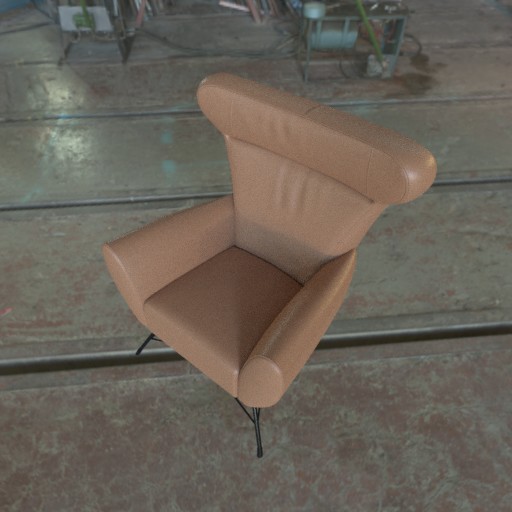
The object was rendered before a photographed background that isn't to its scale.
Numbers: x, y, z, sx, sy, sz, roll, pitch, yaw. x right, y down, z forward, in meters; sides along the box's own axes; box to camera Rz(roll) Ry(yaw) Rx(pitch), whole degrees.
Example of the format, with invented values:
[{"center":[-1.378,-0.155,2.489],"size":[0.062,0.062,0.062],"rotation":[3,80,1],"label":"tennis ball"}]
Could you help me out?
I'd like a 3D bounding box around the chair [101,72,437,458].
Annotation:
[{"center":[0.000,0.000,1.769],"size":[0.980,1.050,0.900],"rotation":[30,53,26],"label":"chair"}]
